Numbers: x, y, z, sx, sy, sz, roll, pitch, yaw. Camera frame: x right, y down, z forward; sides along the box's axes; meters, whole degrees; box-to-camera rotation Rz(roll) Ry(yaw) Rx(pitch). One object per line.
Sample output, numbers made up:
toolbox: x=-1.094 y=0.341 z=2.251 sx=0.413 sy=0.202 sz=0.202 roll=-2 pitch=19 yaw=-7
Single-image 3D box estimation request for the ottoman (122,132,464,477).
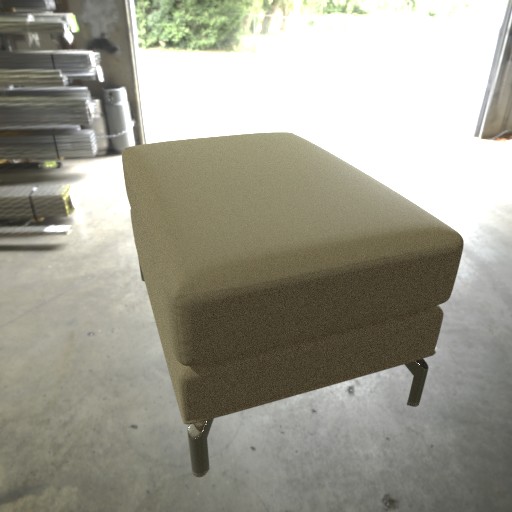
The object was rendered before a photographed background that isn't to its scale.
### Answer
ottoman: x=0.000 y=0.000 z=1.188 sx=0.581 sy=0.497 sz=0.835 roll=-10 pitch=31 yaw=-17
